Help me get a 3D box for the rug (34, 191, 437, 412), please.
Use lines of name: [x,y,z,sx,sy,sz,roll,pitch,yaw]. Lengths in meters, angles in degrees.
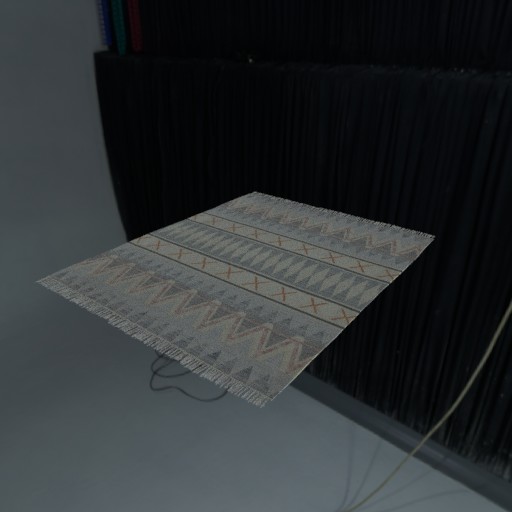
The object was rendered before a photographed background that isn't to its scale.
rug: [0.000,0.000,4.089,2.371,0.012,3.000,19,32,33]
